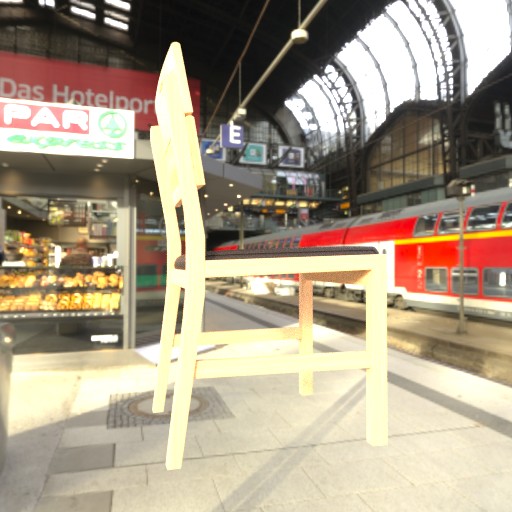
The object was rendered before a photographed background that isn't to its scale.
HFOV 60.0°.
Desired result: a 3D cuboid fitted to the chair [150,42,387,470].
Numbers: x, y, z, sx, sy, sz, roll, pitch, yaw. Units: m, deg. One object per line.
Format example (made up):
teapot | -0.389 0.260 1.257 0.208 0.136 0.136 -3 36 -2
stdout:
chair | 0.000 0.000 1.263 0.560 0.950 0.475 0 -1 -17
